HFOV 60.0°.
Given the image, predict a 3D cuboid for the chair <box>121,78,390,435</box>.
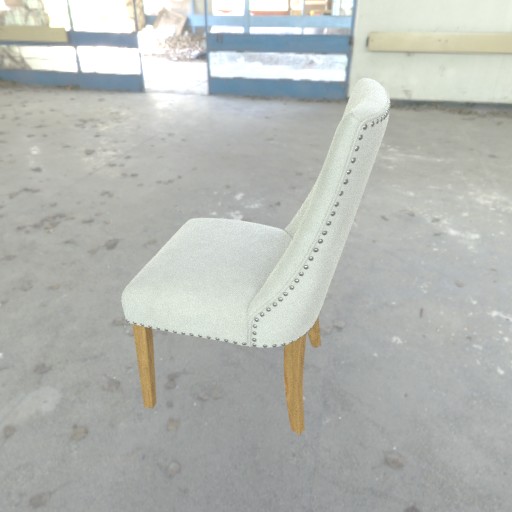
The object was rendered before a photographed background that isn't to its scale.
[{"bbox_3d":[0.000,0.000,1.248,0.610,0.902,0.495,7,30,13],"label":"chair"}]
